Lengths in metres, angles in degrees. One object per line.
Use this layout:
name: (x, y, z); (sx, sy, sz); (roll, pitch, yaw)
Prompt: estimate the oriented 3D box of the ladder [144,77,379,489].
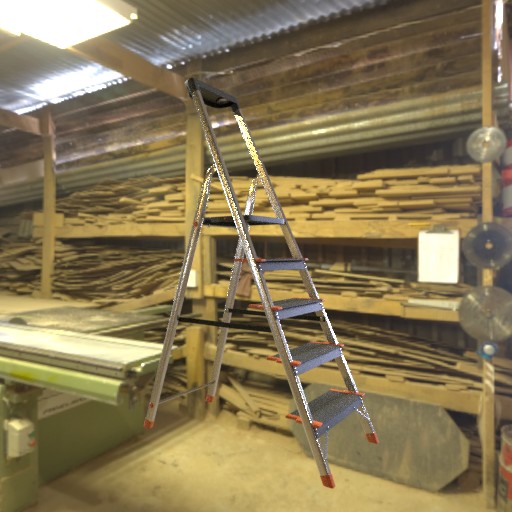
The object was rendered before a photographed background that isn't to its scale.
ladder: (0.000, 0.000, 2.043); (0.995, 1.646, 0.480); (0, 0, 35)
